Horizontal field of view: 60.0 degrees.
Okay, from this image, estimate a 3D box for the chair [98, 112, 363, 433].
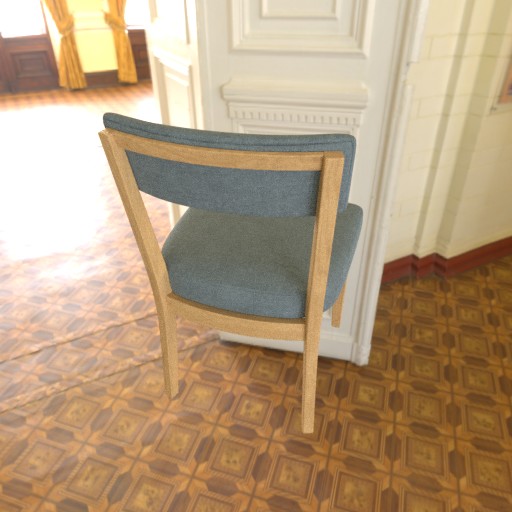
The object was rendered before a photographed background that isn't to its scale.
[{"bbox_3d":[0.000,0.000,1.185,0.508,0.832,0.572,10,34,14],"label":"chair"}]
